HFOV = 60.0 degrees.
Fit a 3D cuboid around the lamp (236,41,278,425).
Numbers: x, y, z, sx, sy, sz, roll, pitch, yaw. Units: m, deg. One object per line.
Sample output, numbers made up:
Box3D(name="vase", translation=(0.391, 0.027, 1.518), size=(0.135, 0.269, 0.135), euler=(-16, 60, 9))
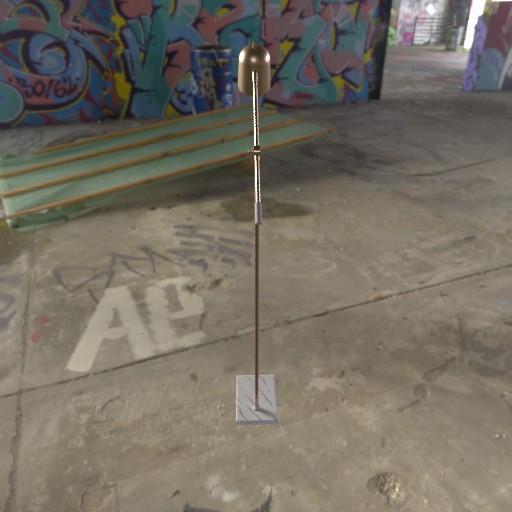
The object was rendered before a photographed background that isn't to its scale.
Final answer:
Box3D(name="lamp", translation=(0.000, 0.000, 1.844), size=(0.194, 1.594, 0.653), euler=(-1, 29, -1))
